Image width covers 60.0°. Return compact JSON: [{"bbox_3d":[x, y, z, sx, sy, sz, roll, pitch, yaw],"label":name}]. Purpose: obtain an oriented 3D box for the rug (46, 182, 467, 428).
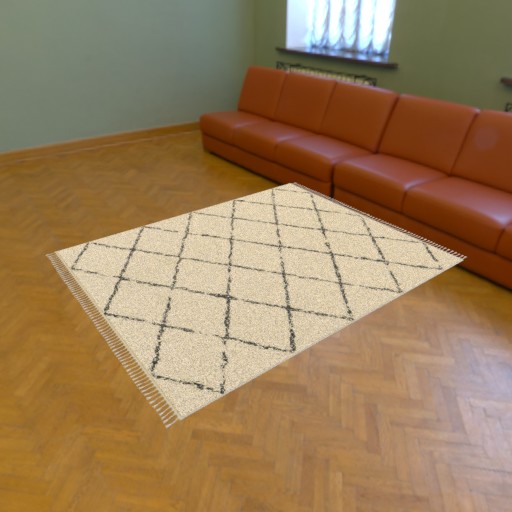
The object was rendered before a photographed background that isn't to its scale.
[{"bbox_3d":[0.000,0.000,4.051,3.051,0.013,2.380,-21,36,-32],"label":"rug"}]
